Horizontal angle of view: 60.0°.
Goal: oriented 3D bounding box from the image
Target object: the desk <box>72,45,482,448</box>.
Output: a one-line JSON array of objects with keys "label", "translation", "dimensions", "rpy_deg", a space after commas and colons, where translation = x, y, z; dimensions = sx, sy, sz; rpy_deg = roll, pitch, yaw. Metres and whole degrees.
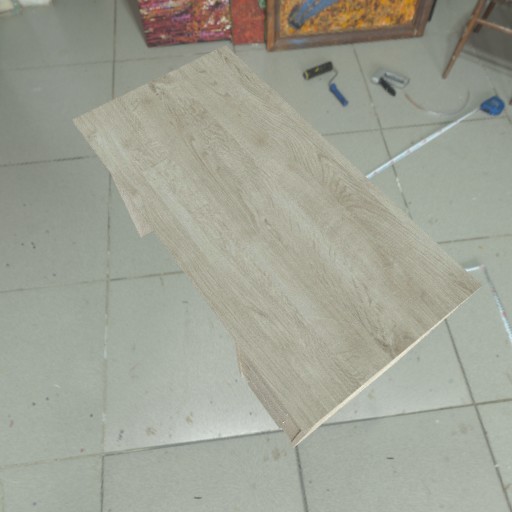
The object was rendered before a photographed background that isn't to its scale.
[{"label": "desk", "translation": [0.000, 0.000, 1.527], "dimensions": [0.560, 0.730, 1.096], "rpy_deg": [-33, 67, -16]}]
